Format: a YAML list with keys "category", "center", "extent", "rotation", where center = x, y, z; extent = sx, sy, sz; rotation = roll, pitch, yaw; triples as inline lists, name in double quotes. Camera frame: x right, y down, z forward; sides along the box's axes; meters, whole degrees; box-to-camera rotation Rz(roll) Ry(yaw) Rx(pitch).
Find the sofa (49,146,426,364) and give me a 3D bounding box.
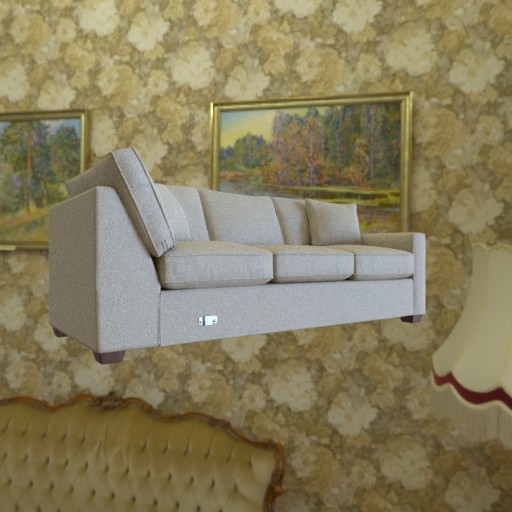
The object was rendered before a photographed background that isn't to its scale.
- category: "sofa"
  center: [0.000, 0.000, 2.904]
  extent: [2.323, 0.948, 1.053]
  rotation: [0, 0, -35]
